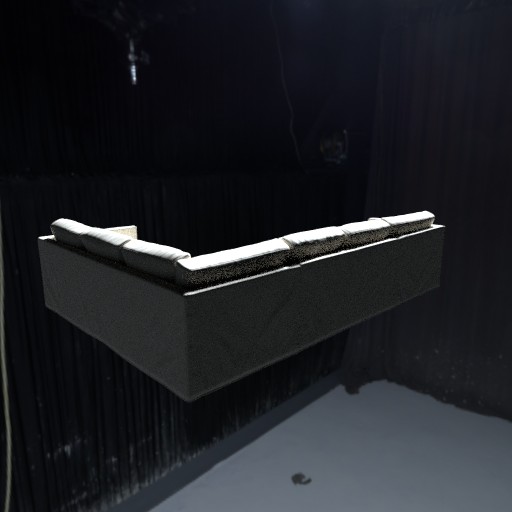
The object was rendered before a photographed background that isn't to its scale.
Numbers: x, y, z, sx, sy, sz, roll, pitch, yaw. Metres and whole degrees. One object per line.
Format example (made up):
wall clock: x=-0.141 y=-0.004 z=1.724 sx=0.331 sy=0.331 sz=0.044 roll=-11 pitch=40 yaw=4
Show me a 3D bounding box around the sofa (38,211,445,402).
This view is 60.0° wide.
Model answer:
sofa: x=0.000 y=0.000 z=4.579 sx=3.464 sy=0.882 sz=2.448 roll=-13 pitch=18 yaw=-43
